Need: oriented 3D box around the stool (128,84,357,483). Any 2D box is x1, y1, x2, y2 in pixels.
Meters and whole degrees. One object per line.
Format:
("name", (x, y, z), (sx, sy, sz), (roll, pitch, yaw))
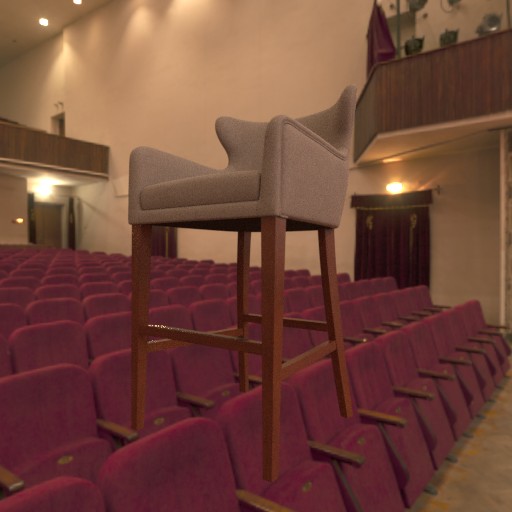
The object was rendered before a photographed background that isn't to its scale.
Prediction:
("stool", (0.000, 0.000, 1.407), (0.575, 1.047, 0.575), (0, 1, 37))
